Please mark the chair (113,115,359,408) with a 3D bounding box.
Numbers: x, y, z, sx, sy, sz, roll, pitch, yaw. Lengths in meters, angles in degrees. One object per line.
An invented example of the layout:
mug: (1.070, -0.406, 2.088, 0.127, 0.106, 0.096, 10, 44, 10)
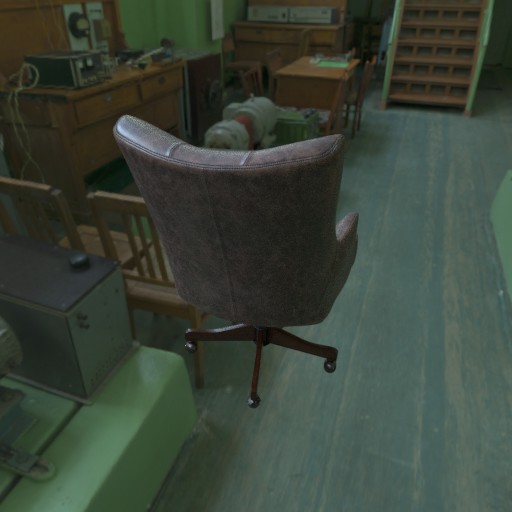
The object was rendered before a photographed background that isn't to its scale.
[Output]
chair: (0.000, 0.000, 1.525, 0.641, 1.035, 0.762, 10, 34, 15)
